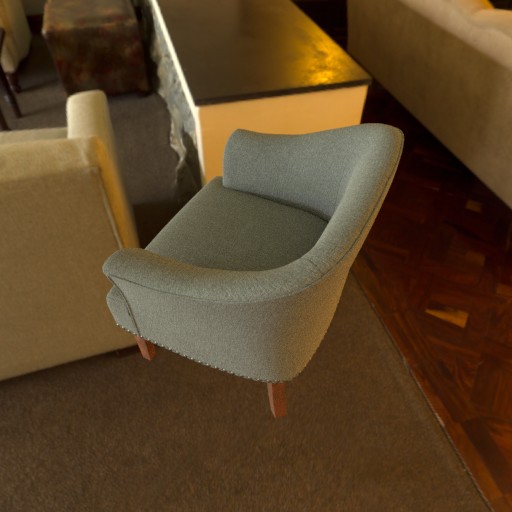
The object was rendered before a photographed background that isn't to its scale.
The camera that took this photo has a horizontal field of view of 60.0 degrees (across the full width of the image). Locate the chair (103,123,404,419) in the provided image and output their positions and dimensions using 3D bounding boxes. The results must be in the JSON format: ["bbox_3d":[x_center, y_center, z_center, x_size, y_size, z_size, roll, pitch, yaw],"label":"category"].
[{"bbox_3d":[0.000,0.000,1.440,0.704,0.815,0.798,19,48,18],"label":"chair"}]
